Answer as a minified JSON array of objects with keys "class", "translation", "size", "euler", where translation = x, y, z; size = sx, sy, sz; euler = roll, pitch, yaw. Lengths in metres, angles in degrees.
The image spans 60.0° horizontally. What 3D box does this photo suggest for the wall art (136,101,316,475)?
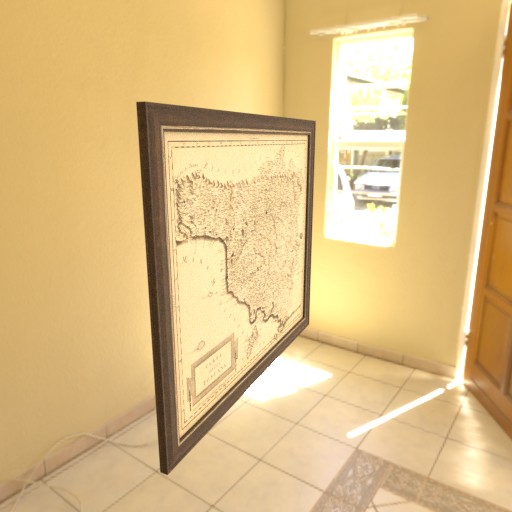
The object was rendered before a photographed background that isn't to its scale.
[{"class":"wall art","translation":[0.000,0.000,1.437],"size":[0.023,0.875,1.033],"euler":[7,16,25]}]
